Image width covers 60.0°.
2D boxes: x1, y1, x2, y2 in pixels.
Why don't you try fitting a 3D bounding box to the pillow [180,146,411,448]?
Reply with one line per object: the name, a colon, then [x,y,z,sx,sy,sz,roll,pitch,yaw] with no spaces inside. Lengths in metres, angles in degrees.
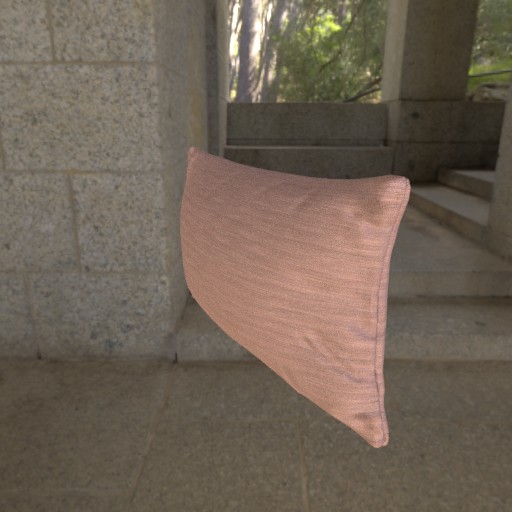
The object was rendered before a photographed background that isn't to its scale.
pillow: [0.000,0.000,0.764,0.210,0.338,0.633,-9,19,-27]
